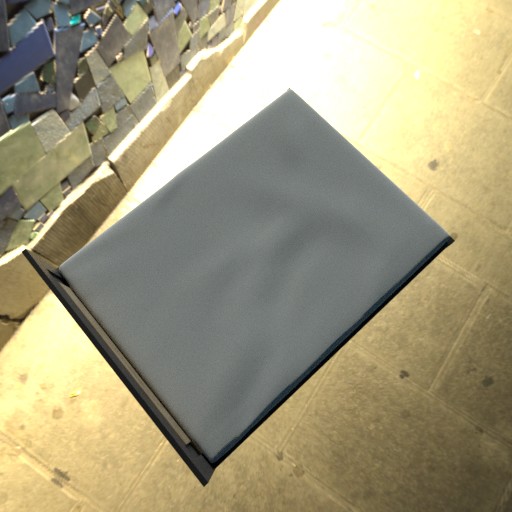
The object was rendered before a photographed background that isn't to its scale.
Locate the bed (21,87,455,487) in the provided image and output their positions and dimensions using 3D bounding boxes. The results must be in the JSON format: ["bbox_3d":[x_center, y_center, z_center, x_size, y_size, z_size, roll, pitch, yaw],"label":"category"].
[{"bbox_3d":[0.000,0.000,2.878,2.073,0.823,1.585,-41,77,-11],"label":"bed"}]
